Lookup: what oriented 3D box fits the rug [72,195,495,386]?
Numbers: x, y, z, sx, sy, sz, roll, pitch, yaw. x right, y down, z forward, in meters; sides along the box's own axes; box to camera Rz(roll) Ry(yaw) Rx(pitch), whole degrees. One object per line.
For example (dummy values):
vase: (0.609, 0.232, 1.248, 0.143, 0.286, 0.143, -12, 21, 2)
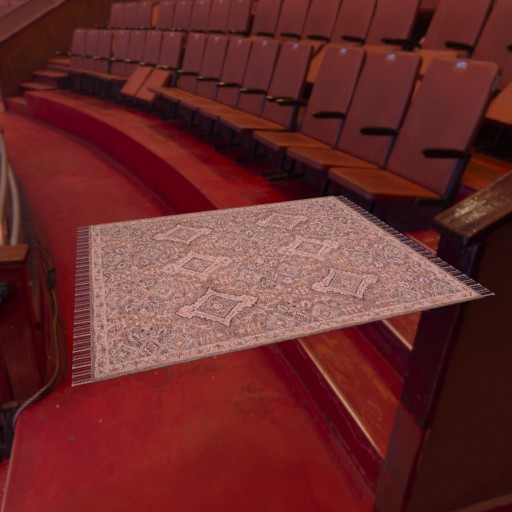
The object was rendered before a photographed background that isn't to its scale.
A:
rug: (0.000, 0.000, 3.993, 3.056, 0.010, 2.437, -9, 28, -17)
